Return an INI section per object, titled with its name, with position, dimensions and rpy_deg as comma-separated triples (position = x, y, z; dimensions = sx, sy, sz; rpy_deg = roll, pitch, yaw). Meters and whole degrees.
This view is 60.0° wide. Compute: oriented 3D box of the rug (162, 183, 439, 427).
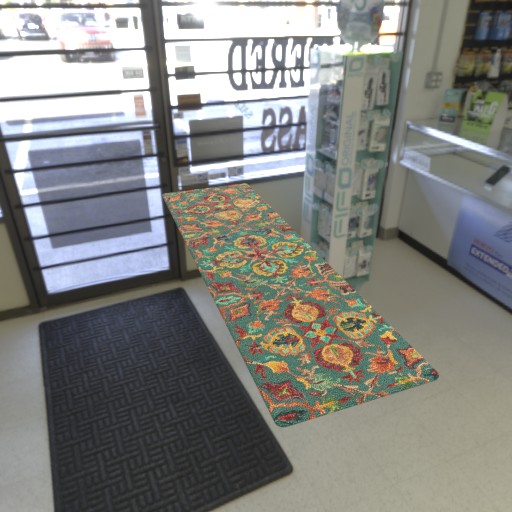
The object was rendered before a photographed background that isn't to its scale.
[rug]
position = 0.000, 0.000, 2.534
dimensions = 0.686, 0.013, 2.286
rpy_deg = -10, 31, -18
